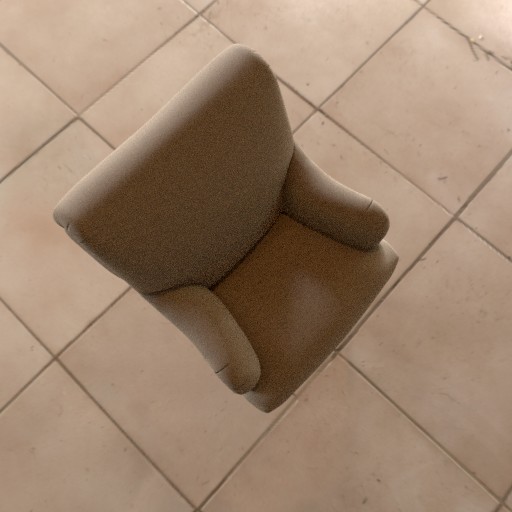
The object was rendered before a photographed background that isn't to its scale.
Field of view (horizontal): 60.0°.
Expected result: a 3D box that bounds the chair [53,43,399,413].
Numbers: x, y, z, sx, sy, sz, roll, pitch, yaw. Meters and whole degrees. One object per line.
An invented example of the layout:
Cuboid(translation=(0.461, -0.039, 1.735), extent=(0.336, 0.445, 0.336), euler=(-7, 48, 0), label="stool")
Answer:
Cuboid(translation=(0.000, 0.000, 1.555), extent=(0.842, 0.942, 0.766), euler=(41, 79, 10), label="chair")
